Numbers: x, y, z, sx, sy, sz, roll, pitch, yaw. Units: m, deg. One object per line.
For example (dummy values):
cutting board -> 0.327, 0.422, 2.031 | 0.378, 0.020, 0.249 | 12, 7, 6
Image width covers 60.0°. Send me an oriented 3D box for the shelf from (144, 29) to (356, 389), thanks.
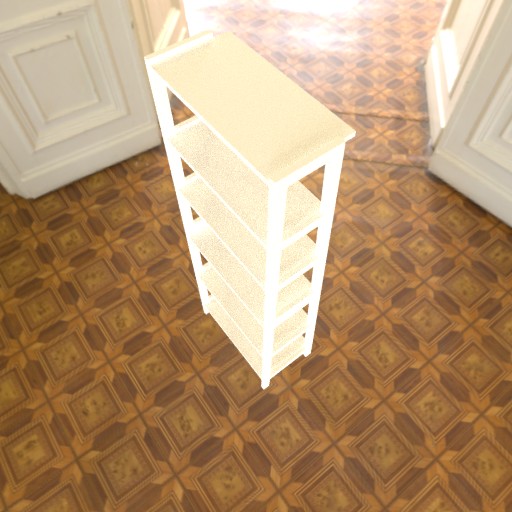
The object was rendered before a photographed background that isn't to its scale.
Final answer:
shelf -> 0.000, 0.000, 2.109 | 0.381, 1.892, 0.660 | -33, 64, -19
